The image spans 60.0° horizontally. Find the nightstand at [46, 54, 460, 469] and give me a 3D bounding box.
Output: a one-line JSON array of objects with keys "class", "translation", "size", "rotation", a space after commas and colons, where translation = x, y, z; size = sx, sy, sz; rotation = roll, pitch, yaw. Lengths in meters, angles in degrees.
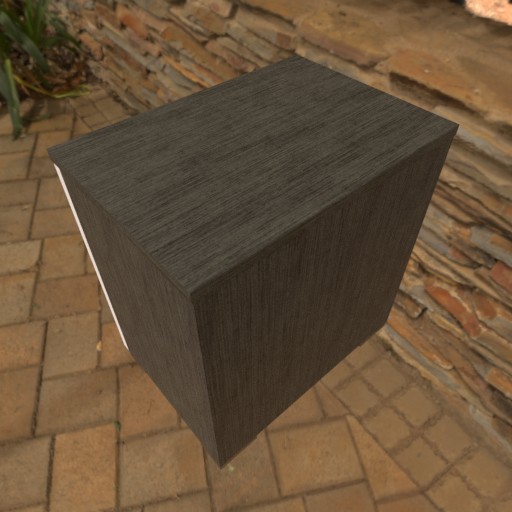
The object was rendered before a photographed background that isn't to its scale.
[{"class": "nightstand", "translation": [0.000, 0.000, 0.744], "size": [0.441, 0.460, 0.325], "rotation": [-32, 54, -27]}]
